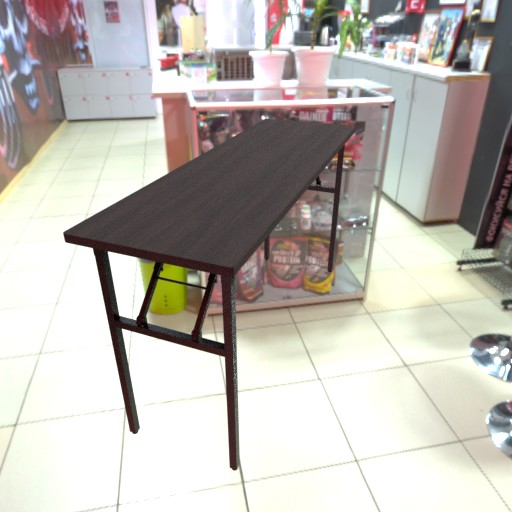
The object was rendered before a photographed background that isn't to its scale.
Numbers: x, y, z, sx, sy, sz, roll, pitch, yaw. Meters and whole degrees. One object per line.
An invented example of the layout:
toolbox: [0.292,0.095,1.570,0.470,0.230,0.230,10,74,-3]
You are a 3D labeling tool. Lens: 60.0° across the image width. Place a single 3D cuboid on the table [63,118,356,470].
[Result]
table: [0.000,0.000,1.736,0.449,0.750,1.399,11,31,19]
